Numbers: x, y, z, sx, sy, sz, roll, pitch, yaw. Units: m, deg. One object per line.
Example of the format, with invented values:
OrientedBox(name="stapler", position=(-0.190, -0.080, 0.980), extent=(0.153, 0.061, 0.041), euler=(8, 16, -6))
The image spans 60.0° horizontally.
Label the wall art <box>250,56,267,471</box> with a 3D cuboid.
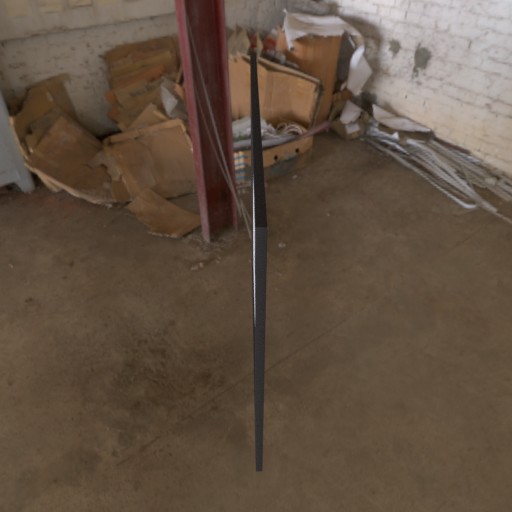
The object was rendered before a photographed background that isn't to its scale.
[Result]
OrientedBox(name="wall art", position=(0.000, 0.000, 0.842), extent=(0.012, 0.558, 0.562), euler=(-1, 41, -1))
